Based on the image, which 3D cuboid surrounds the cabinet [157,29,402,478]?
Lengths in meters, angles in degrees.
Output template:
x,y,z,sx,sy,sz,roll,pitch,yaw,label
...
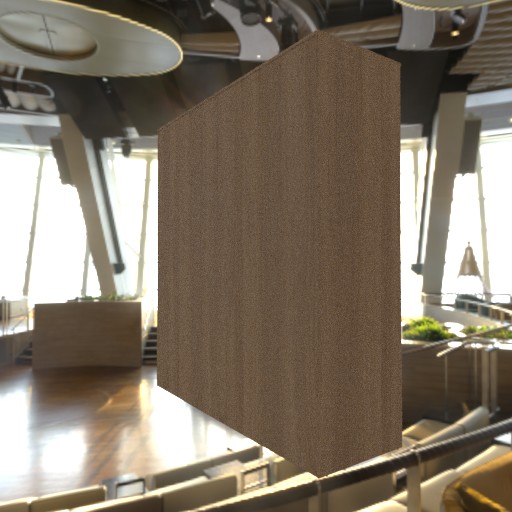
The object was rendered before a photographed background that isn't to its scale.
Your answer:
x,y,z,sx,sy,sz,roll,pitch,yaw,label
0.000,0.000,2.967,0.620,2.060,1.870,1,-1,-35,cabinet
